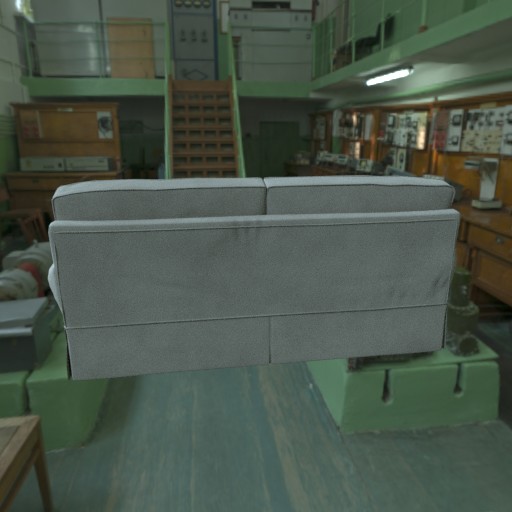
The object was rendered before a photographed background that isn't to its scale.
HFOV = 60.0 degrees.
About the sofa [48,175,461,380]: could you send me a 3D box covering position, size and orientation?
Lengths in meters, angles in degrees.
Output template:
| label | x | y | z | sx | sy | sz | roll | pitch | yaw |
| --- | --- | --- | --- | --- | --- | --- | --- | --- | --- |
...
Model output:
| label | x | y | z | sx | sy | sz | roll | pitch | yaw |
| --- | --- | --- | --- | --- | --- | --- | --- | --- | --- |
| sofa | 0.000 | 0.000 | 2.725 | 2.246 | 1.014 | 0.900 | -3 | 16 | -9 |
